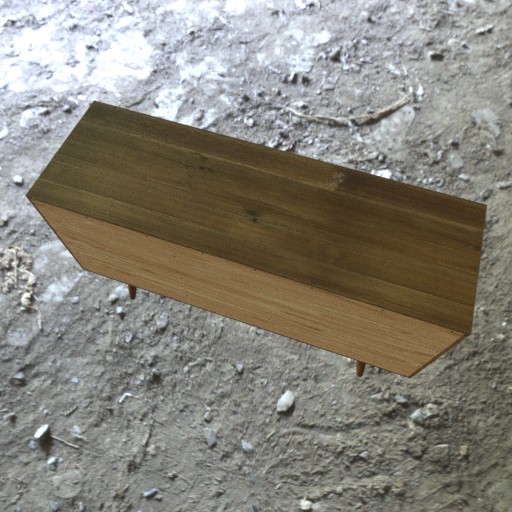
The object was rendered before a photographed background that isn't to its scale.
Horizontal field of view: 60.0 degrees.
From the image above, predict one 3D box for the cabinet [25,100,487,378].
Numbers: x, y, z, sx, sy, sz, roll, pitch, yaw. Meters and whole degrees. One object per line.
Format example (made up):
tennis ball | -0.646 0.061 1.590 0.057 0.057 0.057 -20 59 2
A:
cabinet | 0.000 0.000 1.766 1.400 0.800 0.472 17 63 9
